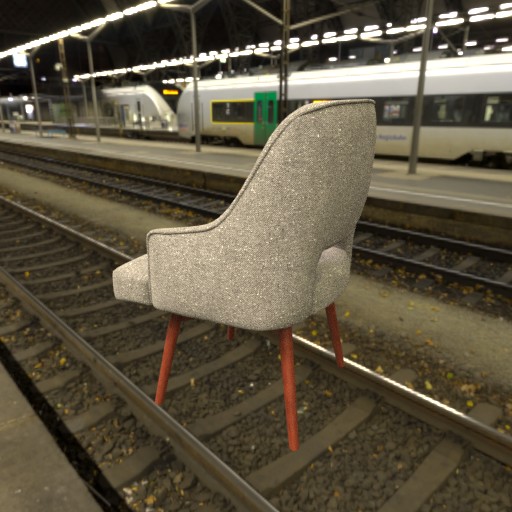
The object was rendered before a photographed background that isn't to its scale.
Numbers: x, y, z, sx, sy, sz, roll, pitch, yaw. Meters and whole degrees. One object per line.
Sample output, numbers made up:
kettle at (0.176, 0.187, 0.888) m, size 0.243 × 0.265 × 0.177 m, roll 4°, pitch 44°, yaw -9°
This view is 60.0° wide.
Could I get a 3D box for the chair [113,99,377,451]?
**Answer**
chair at (0.000, 0.000, 1.324) m, size 0.629 × 0.875 × 0.608 m, roll 8°, pitch 20°, yaw 25°
